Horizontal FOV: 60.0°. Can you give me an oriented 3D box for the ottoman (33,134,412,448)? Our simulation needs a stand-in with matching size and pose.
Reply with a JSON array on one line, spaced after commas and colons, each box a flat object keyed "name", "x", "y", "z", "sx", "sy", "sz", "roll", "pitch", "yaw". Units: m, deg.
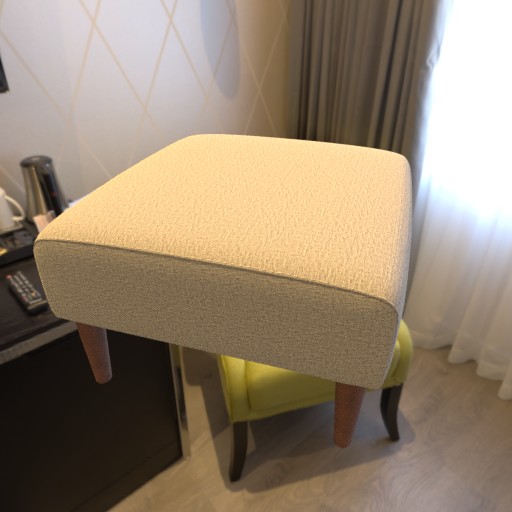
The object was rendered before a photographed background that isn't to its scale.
[{"name": "ottoman", "x": 0.000, "y": 0.000, "z": 1.021, "sx": 0.649, "sy": 0.398, "sz": 0.650, "roll": 9, "pitch": 32, "yaw": 15}]
